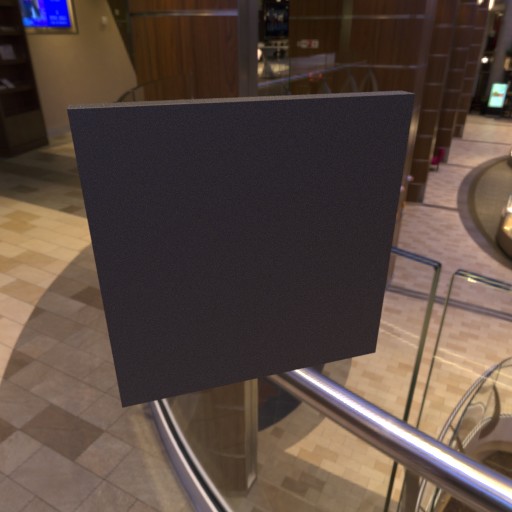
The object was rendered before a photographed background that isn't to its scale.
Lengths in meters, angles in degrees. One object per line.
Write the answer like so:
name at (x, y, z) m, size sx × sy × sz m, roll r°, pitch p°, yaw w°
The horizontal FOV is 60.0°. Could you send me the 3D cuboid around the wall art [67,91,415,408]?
wall art at (0.000, 0.000, 0.751) m, size 0.507 × 0.507 × 0.038 m, roll -8°, pitch 28°, yaw -15°
